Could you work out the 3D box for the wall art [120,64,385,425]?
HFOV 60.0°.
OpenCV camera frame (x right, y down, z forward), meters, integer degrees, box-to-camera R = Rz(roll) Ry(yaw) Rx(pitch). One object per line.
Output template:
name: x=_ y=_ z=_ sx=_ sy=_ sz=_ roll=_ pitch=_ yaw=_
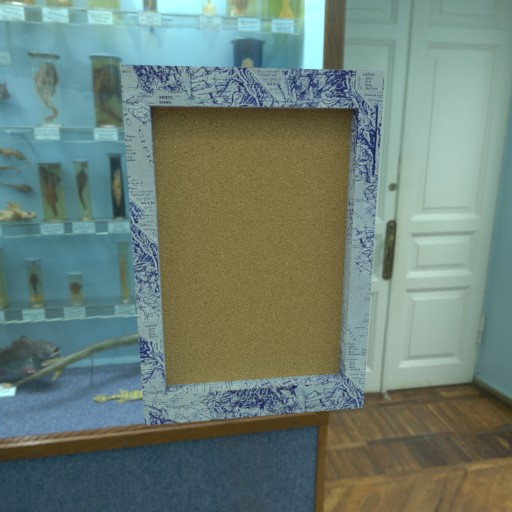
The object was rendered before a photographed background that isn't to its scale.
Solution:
wall art: x=0.000 y=0.000 z=0.479 sx=0.255 sy=0.376 sz=0.025 roll=-2 pitch=14 yaw=-8
